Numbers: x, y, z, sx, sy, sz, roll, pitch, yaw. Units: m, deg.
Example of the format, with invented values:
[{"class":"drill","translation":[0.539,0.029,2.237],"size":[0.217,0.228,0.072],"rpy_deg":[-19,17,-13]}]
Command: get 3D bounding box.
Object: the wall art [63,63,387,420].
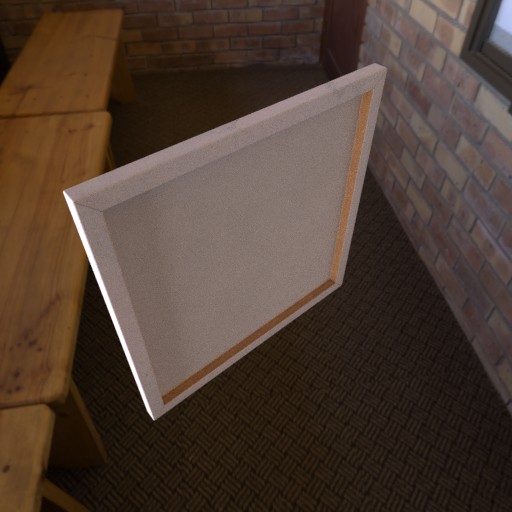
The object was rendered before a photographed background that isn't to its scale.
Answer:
[{"class":"wall art","translation":[0.000,0.000,1.127],"size":[0.762,0.762,0.038],"rpy_deg":[-31,53,-27]}]
